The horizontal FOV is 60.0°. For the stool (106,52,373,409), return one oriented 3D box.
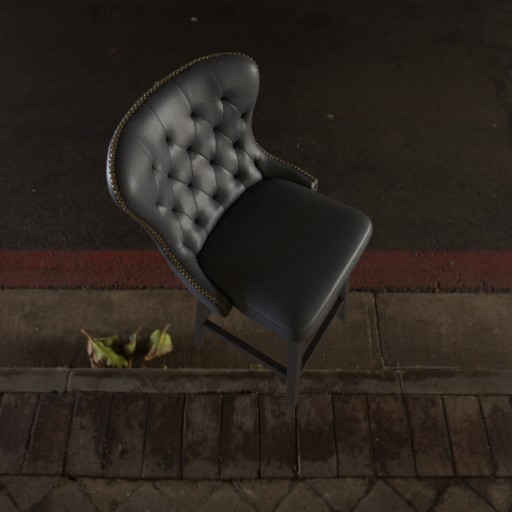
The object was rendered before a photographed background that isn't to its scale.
[{"bbox_3d":[0.000,0.000,1.342,0.593,0.971,0.528,29,62,17],"label":"stool"}]
